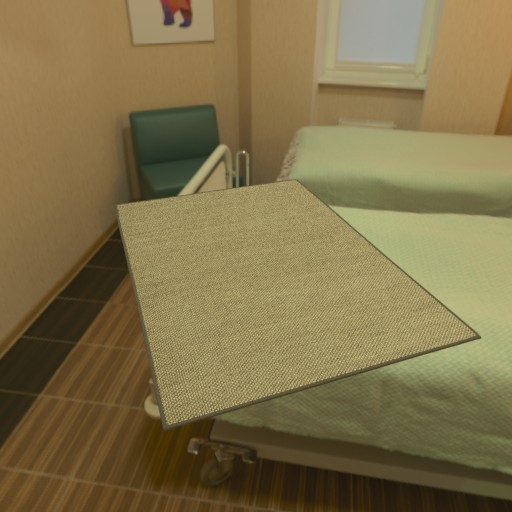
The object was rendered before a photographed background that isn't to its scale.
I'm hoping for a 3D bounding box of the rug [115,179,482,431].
[{"bbox_3d":[0.000,0.000,2.741,1.523,0.012,2.133,-11,33,-17],"label":"rug"}]
